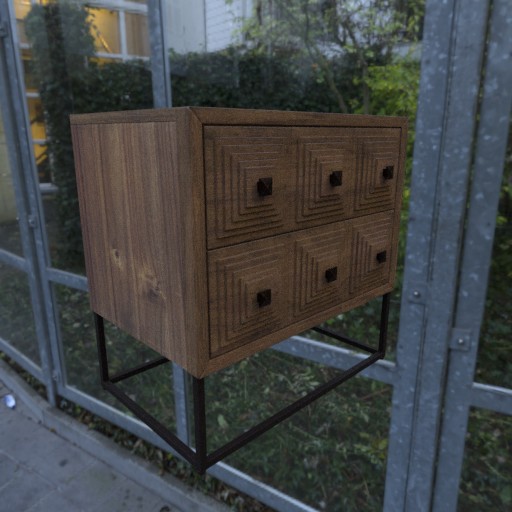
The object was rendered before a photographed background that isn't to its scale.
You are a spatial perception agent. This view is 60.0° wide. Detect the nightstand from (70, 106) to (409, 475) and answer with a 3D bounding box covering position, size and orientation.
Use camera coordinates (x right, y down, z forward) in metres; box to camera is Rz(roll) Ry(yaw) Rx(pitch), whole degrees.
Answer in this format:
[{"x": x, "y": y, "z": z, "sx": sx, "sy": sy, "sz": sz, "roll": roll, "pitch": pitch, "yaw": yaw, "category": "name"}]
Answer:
[{"x": 0.000, "y": 0.000, "z": 1.010, "sx": 0.610, "sy": 0.610, "sz": 0.437, "roll": -14, "pitch": 21, "yaw": -42, "category": "nightstand"}]
